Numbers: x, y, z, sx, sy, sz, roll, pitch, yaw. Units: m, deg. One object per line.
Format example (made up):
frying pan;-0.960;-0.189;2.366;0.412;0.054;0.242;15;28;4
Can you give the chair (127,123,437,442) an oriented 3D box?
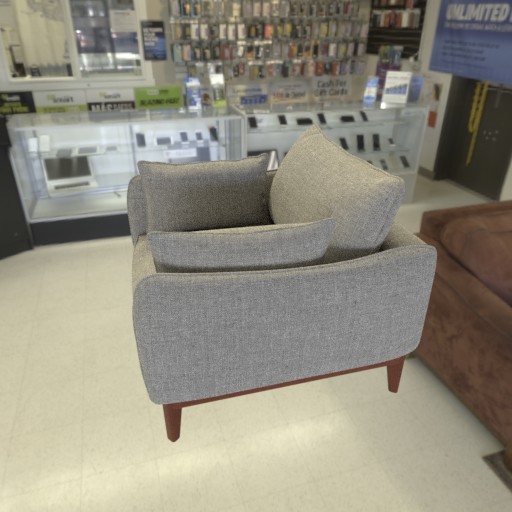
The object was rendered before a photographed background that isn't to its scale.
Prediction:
chair;0.000;0.000;1.762;0.976;0.839;0.993;-7;30;-13
